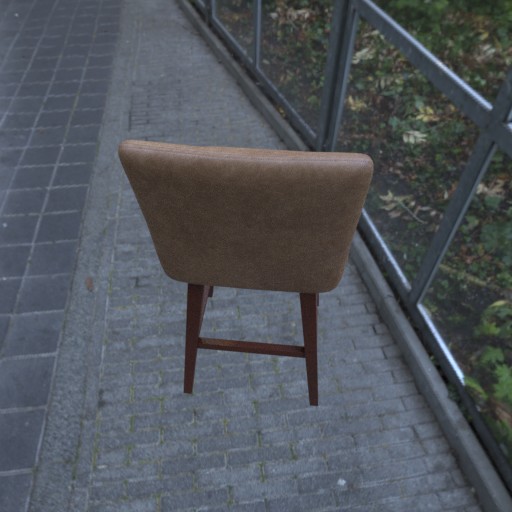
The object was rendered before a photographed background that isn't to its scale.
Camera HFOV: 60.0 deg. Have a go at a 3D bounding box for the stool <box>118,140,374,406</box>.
[{"bbox_3d":[0.000,0.000,1.341,0.487,1.079,0.572,4,47,4],"label":"stool"}]
